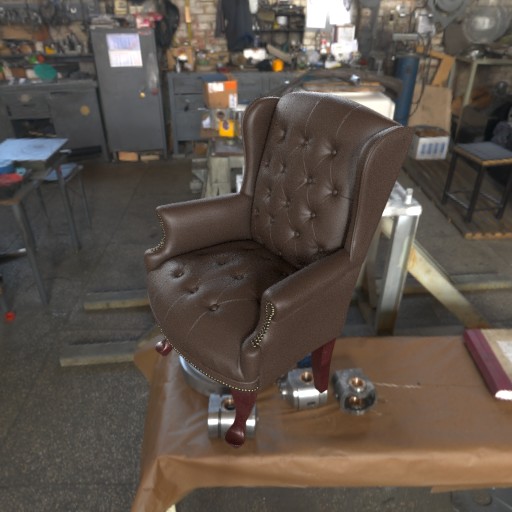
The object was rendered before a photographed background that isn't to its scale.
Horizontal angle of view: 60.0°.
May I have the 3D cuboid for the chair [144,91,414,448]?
[{"bbox_3d":[0.000,0.000,1.728,0.819,1.132,0.829,-20,36,-30],"label":"chair"}]
